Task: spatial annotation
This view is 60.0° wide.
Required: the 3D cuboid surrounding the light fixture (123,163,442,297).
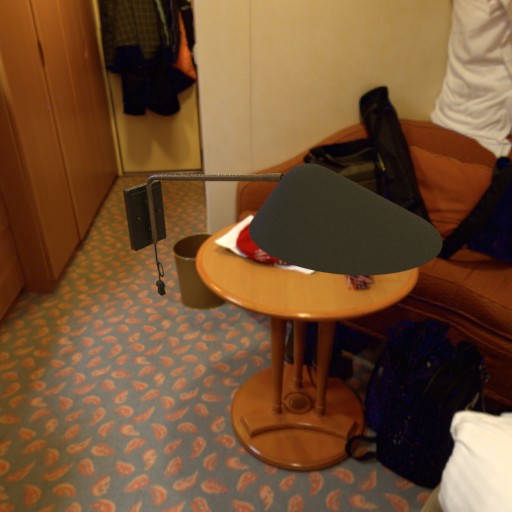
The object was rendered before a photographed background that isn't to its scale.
[{"bbox_3d":[0.000,0.000,0.678,0.516,0.312,0.240,19,33,32],"label":"light fixture"}]
